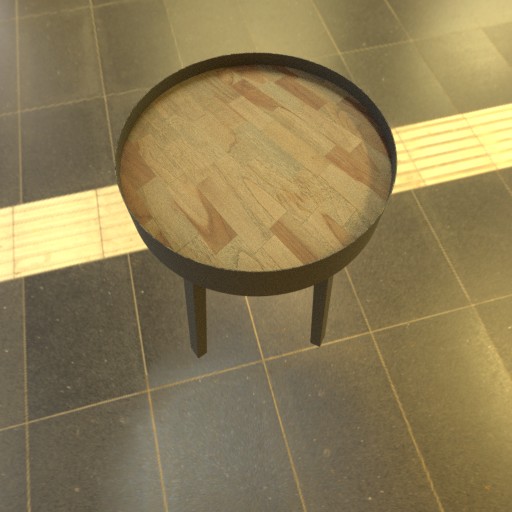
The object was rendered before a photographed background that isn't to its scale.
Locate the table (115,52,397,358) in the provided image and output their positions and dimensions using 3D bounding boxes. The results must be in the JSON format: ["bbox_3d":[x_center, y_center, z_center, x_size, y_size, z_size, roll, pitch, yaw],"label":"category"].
[{"bbox_3d":[0.000,0.000,0.947,0.406,0.686,0.406,-31,67,-15],"label":"table"}]
